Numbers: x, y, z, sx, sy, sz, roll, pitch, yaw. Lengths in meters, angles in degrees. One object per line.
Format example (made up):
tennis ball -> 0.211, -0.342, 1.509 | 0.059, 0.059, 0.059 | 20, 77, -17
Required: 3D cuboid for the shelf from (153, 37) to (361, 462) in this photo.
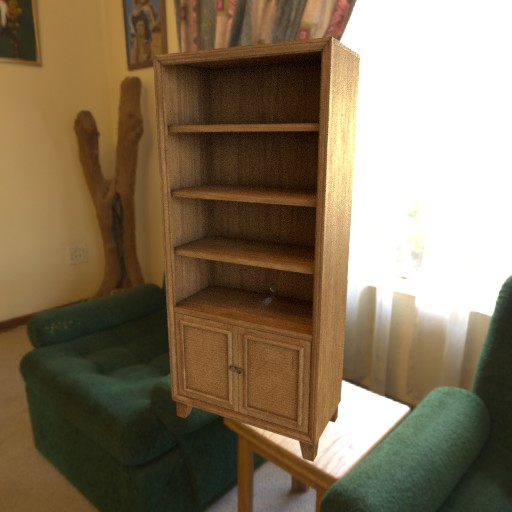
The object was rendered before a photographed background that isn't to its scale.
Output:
shelf -> 0.000, 0.000, 2.305 | 0.864, 1.930, 0.453 | 8, 17, 26
